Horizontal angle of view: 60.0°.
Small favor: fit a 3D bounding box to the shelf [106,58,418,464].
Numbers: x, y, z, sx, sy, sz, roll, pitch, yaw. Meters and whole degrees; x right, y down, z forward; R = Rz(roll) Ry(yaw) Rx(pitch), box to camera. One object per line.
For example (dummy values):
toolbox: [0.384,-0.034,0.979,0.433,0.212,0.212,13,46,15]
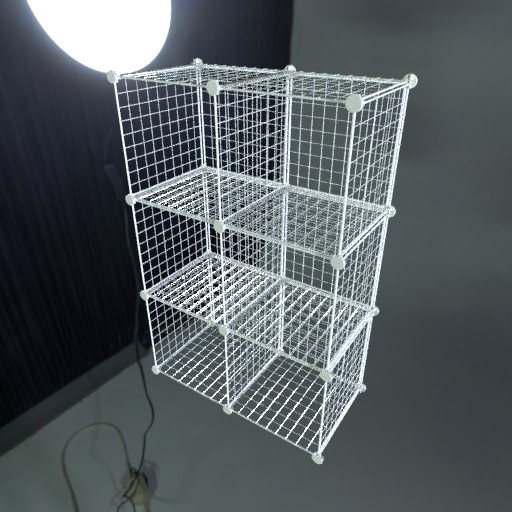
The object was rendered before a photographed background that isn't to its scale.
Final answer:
shelf: [0.000,0.000,1.379,0.711,1.067,0.356,18,34,29]
